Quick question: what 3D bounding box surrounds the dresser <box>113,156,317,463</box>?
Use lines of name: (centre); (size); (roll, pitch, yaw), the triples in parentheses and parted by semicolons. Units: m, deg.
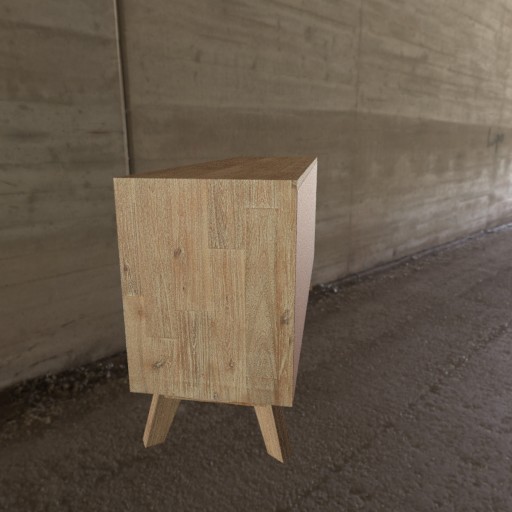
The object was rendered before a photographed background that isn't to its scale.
dresser: (0.000, 0.000, 1.921); (0.455, 0.788, 1.602); (2, 15, 9)
